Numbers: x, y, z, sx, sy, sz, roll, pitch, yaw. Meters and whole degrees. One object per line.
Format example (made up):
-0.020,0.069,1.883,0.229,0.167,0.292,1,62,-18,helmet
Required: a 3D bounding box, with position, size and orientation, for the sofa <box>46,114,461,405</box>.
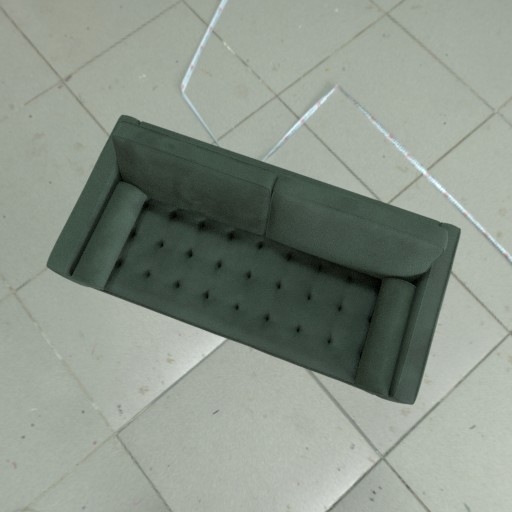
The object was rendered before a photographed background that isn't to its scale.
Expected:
0.000,0.000,2.341,1.880,0.772,0.916,20,76,5,sofa
